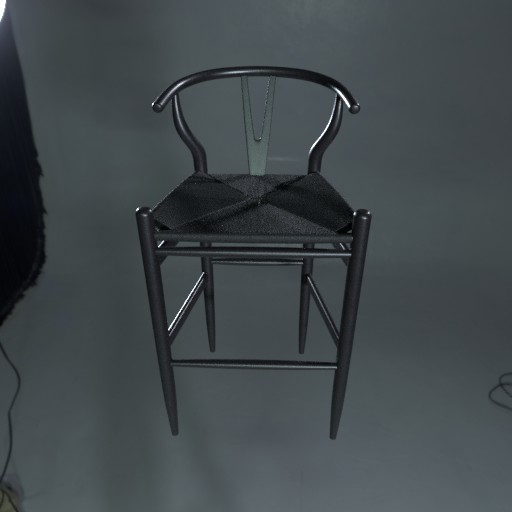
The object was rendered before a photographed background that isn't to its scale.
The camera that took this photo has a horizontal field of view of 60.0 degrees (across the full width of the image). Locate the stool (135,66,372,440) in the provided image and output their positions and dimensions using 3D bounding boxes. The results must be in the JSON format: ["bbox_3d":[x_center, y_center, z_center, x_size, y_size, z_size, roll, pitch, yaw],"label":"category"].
[{"bbox_3d":[0.000,0.000,1.438,0.569,1.072,0.579,1,30,1],"label":"stool"}]
